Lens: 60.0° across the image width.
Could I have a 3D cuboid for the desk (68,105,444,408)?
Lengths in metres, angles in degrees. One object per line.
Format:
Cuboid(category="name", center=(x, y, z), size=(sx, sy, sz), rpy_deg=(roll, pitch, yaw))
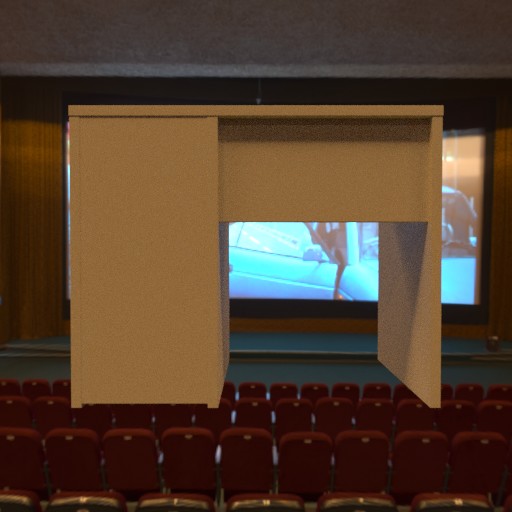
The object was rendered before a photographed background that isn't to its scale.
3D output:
Cuboid(category="desk", center=(0.000, 0.000, 1.308), size=(0.898, 0.730, 0.482), rpy_deg=(0, 1, 0))
